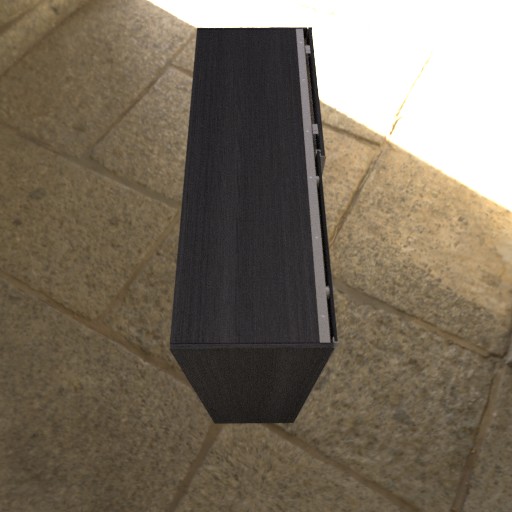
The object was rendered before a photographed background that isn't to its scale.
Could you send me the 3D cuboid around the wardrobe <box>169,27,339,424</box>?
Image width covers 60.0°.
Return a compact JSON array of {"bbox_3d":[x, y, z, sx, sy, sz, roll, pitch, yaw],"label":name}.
[{"bbox_3d":[0.000,0.000,2.849,0.629,1.960,1.780,0,62,0],"label":"wardrobe"}]
